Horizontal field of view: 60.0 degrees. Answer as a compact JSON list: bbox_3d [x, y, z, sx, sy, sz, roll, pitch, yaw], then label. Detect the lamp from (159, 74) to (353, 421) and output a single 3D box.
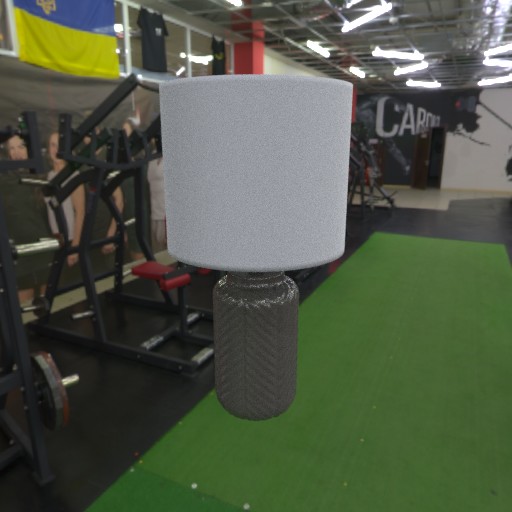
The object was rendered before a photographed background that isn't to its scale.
[{"bbox_3d":[0.000,0.000,0.522,0.203,0.389,0.203,8,17,27],"label":"lamp"}]
